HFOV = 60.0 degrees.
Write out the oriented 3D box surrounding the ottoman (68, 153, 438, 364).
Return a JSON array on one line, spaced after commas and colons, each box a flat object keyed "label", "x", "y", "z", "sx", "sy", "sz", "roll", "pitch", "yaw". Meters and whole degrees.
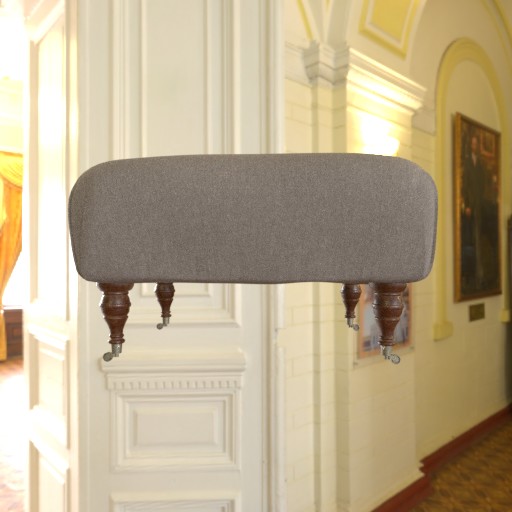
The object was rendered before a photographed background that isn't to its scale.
[{"label": "ottoman", "x": 0.000, "y": 0.000, "z": 1.137, "sx": 0.747, "sy": 0.450, "sz": 0.622, "roll": 0, "pitch": -1, "yaw": 2}]
